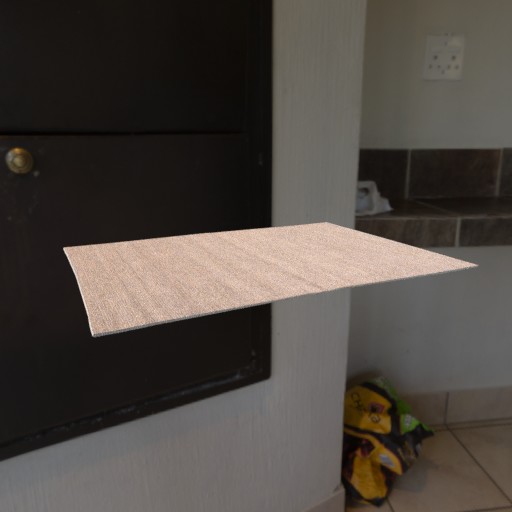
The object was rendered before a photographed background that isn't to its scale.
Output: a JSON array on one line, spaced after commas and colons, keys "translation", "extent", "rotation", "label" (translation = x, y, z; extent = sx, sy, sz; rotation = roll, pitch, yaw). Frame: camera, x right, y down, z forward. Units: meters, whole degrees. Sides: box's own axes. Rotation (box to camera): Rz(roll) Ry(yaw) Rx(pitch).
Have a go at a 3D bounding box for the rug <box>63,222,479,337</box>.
[{"translation": [0.000, 0.000, 2.936], "extent": [2.264, 0.030, 1.624], "rotation": [-7, 16, -25], "label": "rug"}]
